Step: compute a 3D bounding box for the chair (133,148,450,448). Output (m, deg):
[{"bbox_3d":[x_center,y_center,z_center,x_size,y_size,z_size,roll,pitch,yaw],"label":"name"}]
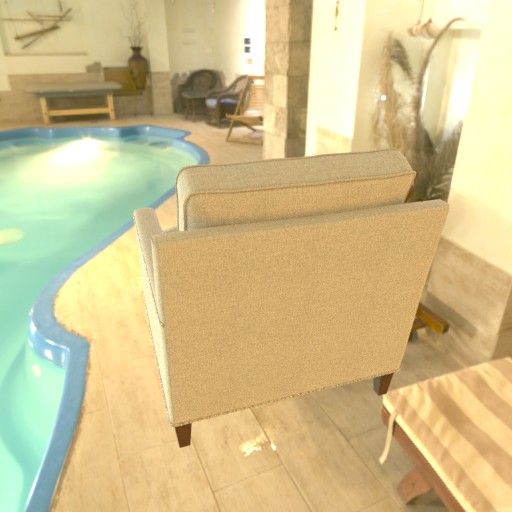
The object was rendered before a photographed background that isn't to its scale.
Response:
[{"bbox_3d":[0.000,0.000,1.719,0.853,0.943,1.014,-8,27,-17],"label":"chair"}]
